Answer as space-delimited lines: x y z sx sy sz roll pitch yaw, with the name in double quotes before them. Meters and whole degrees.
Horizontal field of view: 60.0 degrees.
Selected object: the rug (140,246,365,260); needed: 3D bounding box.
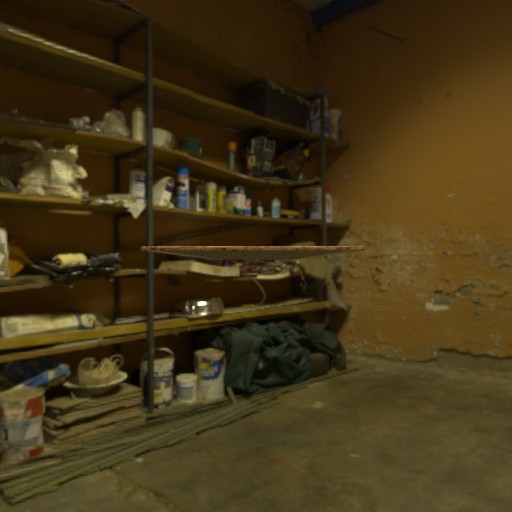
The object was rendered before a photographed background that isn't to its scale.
"rug" 0.000 0.000 2.453 0.680 0.014 2.237 0 -1 1
